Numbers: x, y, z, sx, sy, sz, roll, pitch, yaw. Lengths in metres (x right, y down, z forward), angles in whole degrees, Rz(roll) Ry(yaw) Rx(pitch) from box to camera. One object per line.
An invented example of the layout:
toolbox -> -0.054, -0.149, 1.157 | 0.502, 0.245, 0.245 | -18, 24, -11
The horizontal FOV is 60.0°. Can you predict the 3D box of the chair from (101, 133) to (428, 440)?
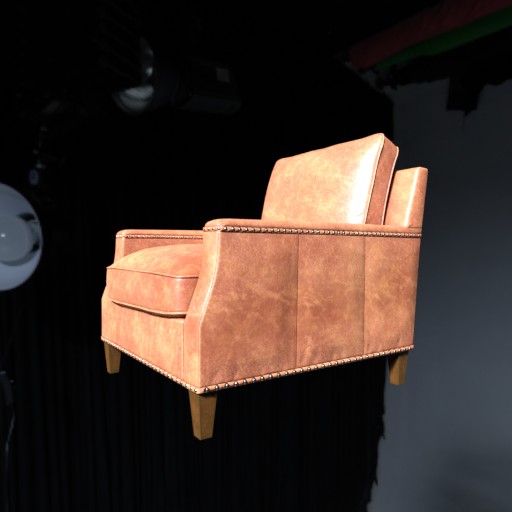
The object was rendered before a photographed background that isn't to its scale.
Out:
chair -> 0.000, 0.000, 1.734 | 1.014, 0.943, 0.853 | 0, 1, -35
